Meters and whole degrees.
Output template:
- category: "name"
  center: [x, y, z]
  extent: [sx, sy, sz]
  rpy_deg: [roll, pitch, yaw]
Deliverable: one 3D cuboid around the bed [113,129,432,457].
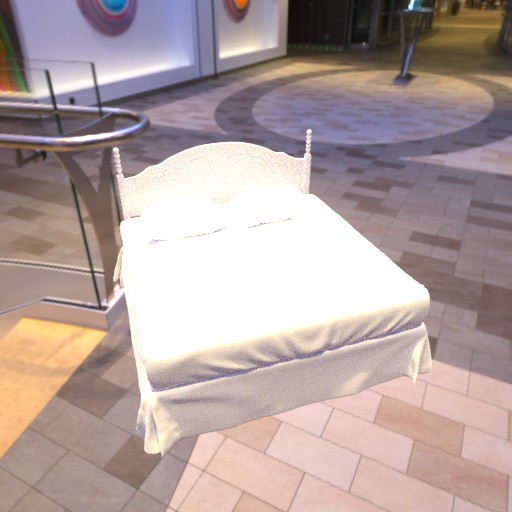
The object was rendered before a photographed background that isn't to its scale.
- category: "bed"
  center: [0.000, 0.000, 3.613]
  extent: [2.322, 1.355, 2.219]
  rpy_deg: [-10, 32, -16]
